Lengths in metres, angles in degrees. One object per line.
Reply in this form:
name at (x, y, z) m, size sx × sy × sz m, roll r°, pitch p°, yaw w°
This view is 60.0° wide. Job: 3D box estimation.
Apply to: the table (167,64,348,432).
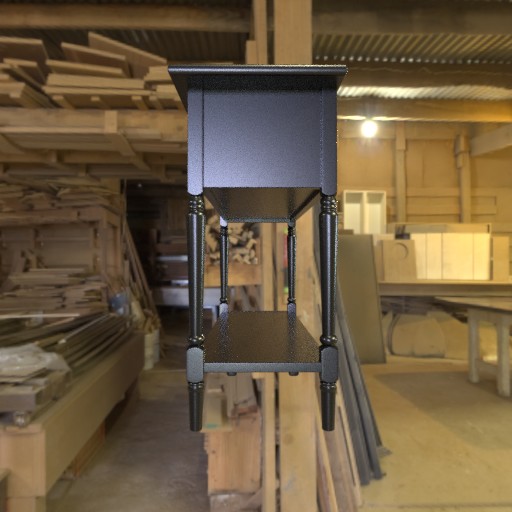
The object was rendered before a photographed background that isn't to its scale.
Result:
table at (0.000, 0.000, 1.540) m, size 0.386 × 0.819 × 1.191 m, roll 0°, pitch 0°, yaw 0°
